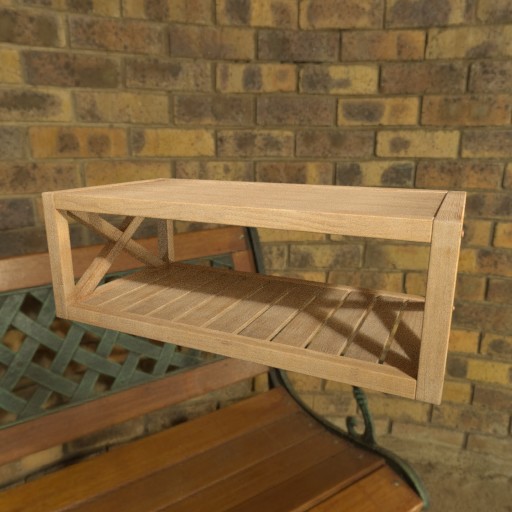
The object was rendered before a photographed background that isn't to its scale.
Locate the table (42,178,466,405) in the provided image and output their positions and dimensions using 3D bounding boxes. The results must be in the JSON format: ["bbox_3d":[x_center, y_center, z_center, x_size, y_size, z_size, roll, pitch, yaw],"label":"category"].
[{"bbox_3d":[0.000,0.000,1.584,1.321,0.457,0.660,7,16,25],"label":"table"}]
